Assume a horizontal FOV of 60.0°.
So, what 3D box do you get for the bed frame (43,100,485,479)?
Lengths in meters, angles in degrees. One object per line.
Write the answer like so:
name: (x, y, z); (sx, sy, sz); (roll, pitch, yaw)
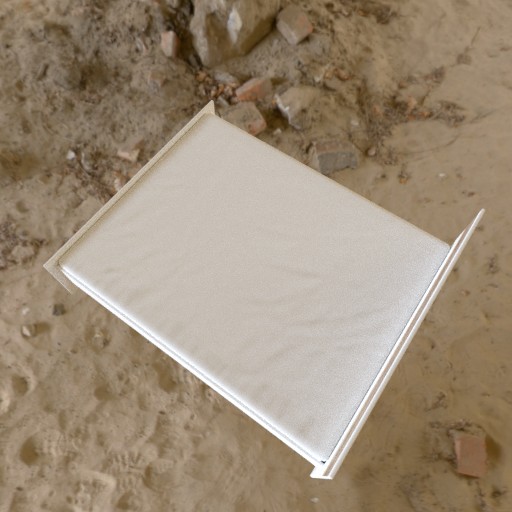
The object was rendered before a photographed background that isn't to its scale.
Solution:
bed frame: (0.000, 0.000, 2.894); (2.060, 0.800, 1.720); (33, 68, 15)
